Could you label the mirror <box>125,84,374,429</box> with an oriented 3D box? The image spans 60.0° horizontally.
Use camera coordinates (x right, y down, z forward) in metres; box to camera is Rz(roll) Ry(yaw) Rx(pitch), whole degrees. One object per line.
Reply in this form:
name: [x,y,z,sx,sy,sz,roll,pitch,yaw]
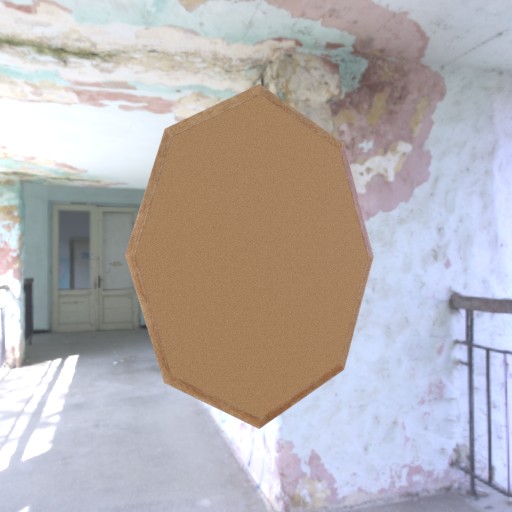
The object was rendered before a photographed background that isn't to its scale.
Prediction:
mirror: [0.000,0.000,1.022,0.577,0.774,0.070,0,-1,-16]
